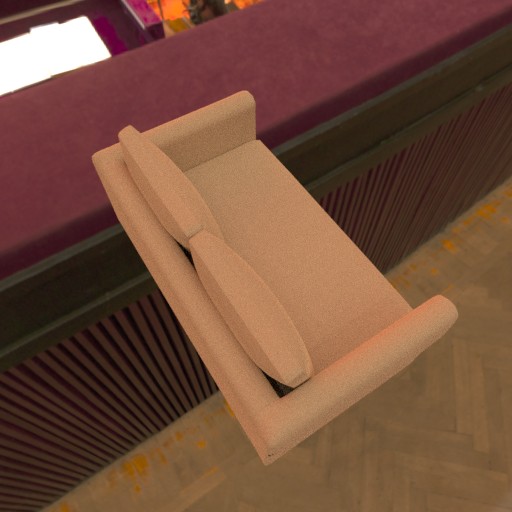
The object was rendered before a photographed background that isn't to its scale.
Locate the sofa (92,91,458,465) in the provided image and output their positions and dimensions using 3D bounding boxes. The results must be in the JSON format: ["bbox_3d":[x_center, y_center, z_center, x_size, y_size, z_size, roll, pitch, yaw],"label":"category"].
[{"bbox_3d":[0.000,0.000,2.137,0.905,0.873,1.598,-29,63,-16],"label":"sofa"}]
